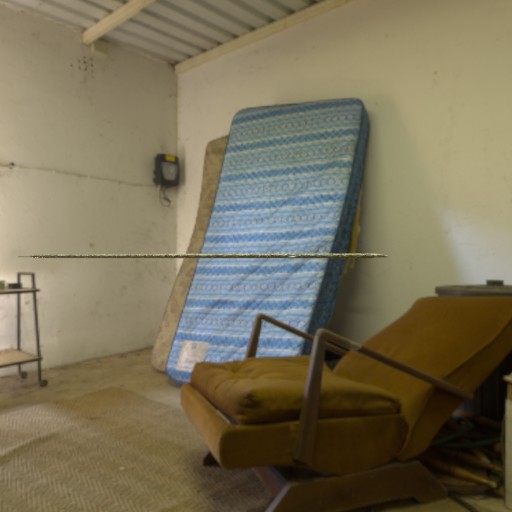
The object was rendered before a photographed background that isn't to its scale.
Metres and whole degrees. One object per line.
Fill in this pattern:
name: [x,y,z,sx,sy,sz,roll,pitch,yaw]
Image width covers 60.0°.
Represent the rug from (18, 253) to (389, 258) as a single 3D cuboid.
rug: [0.000,0.000,3.812,2.125,0.028,3.027,0,0,18]
